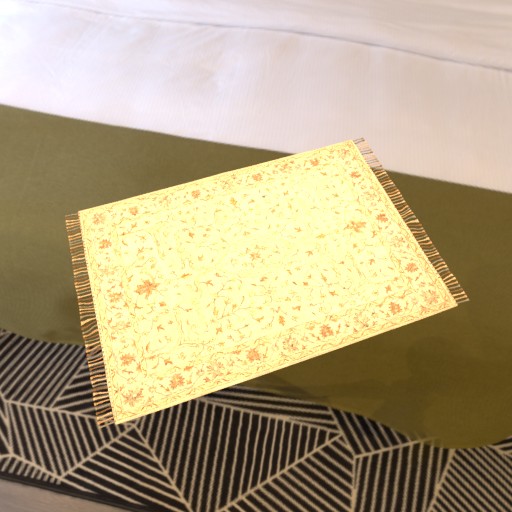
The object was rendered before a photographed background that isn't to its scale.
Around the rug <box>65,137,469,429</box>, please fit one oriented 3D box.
[{"bbox_3d":[0.000,0.000,2.353,1.861,0.017,1.218,-17,60,-10],"label":"rug"}]
